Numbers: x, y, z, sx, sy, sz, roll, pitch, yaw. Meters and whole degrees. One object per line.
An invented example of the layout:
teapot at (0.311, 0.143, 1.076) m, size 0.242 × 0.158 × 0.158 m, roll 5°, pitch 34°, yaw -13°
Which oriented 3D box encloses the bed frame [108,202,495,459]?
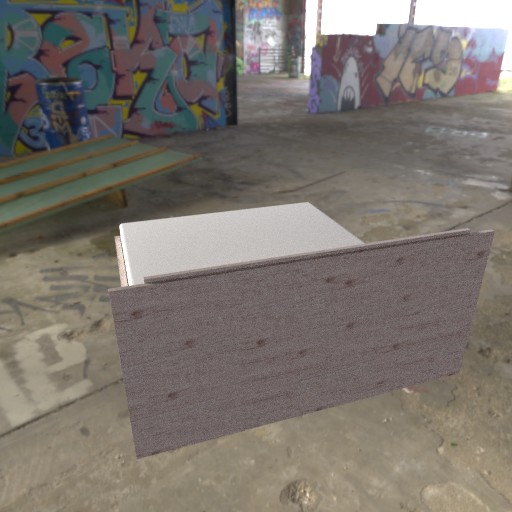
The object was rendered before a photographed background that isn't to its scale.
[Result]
bed frame at (0.000, 0.000, 3.139) m, size 1.950 × 0.970 × 2.080 m, roll -8°, pitch 27°, yaw -17°
